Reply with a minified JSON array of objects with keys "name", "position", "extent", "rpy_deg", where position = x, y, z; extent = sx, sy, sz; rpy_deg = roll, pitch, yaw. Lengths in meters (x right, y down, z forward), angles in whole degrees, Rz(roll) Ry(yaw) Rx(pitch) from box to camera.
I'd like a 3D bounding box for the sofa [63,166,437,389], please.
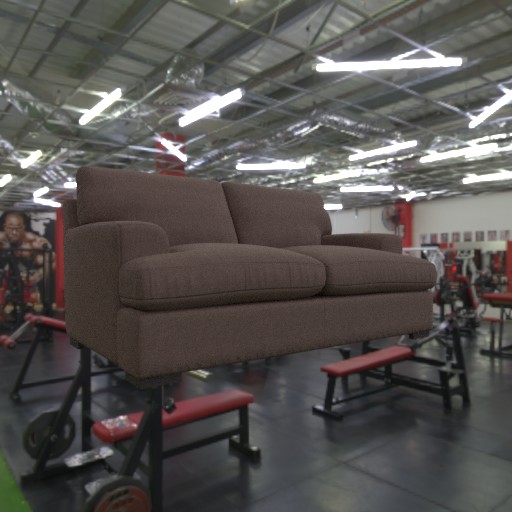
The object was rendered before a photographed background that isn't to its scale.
[{"name":"sofa","position":[0.000,0.000,2.495],"extent":[1.869,0.950,1.140],"rpy_deg":[0,0,-36]}]
